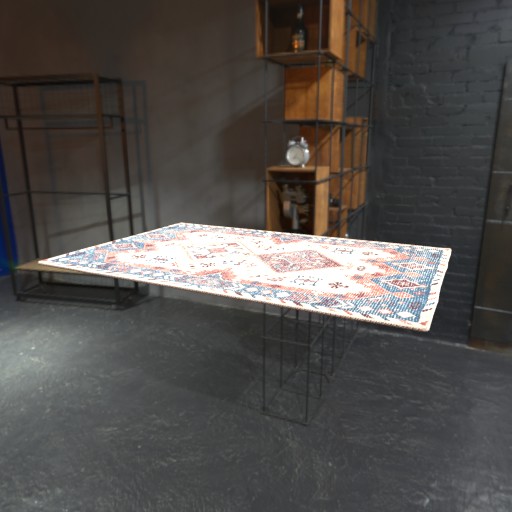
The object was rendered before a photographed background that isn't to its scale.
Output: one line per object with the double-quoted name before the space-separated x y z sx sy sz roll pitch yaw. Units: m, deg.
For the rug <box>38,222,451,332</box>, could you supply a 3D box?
"rug" 0.000 0.000 2.338 1.840 0.015 1.225 7 16 25
